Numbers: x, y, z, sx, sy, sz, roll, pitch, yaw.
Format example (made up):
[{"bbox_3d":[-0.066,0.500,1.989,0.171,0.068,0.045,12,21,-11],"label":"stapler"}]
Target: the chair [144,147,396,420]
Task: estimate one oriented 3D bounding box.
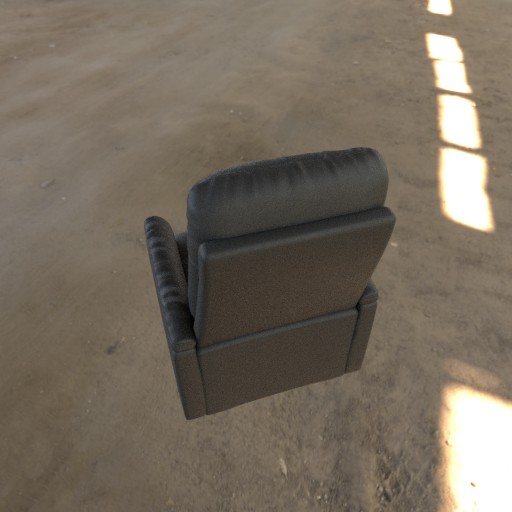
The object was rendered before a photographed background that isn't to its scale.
[{"bbox_3d":[0.000,0.000,1.694,0.775,1.082,0.831,-12,42,-14],"label":"chair"}]
